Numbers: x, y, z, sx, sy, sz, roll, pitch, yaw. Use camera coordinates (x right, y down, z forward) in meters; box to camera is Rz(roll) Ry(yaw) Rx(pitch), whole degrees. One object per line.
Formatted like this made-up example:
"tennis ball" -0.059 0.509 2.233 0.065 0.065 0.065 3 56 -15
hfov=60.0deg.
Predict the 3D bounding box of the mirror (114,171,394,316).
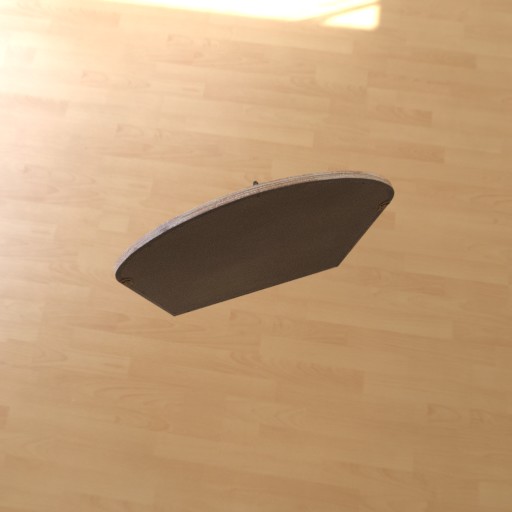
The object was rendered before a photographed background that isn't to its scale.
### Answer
"mirror" 0.000 0.000 1.135 0.609 0.915 0.032 -17 76 -4
